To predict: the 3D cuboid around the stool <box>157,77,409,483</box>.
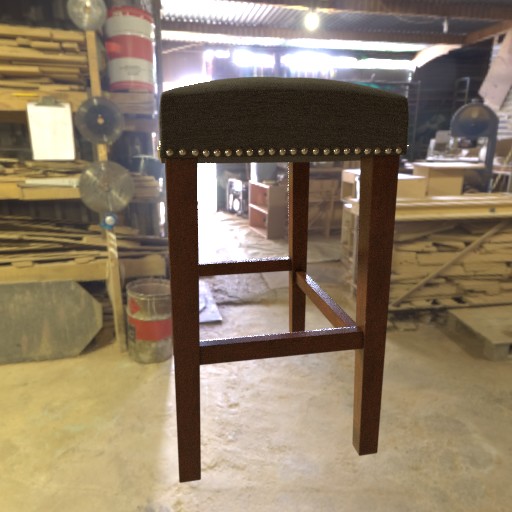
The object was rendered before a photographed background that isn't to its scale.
[{"bbox_3d":[0.000,0.000,0.925,0.372,0.654,0.504,-3,16,-11],"label":"stool"}]
